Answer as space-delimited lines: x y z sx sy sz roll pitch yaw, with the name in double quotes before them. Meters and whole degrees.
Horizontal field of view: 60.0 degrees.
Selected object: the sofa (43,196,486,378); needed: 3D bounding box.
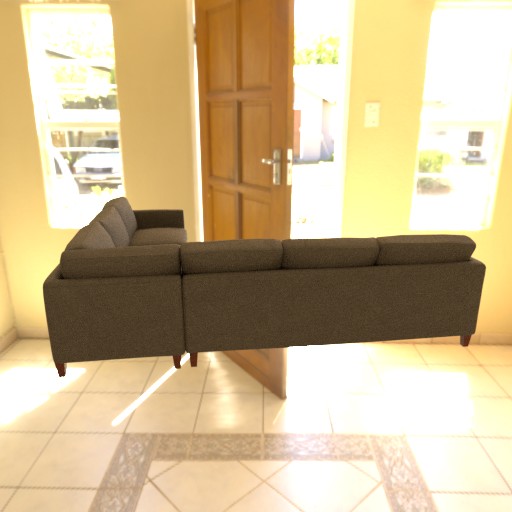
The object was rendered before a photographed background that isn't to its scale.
"sofa" 0.000 0.000 4.453 3.302 0.947 2.593 -2 17 -8
